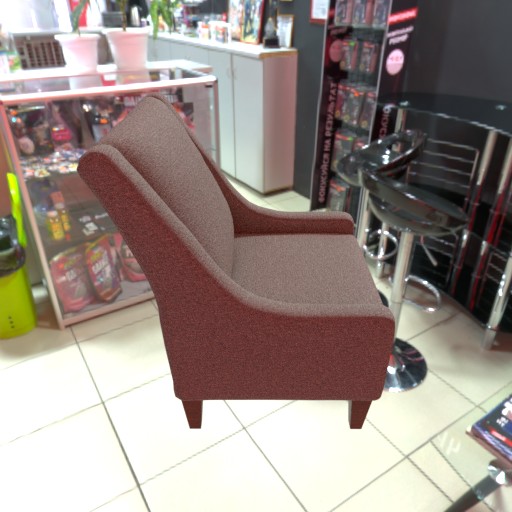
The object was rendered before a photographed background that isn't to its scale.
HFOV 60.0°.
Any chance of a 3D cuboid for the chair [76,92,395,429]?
[{"bbox_3d":[0.000,0.000,1.616,0.870,1.016,0.774,0,31,0],"label":"chair"}]
